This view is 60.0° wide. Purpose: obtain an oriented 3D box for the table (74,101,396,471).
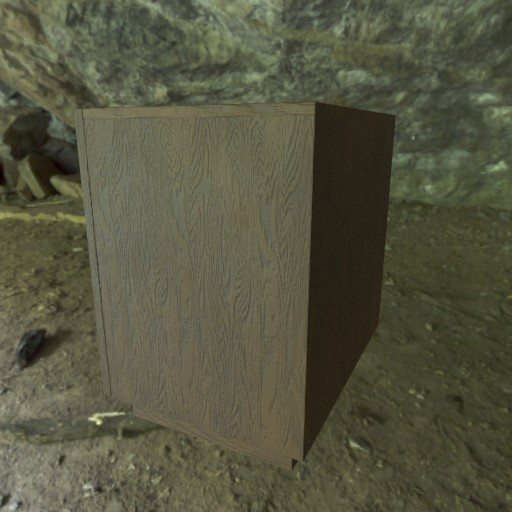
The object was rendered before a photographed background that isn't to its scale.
[{"bbox_3d":[0.000,0.000,0.949,0.439,0.585,0.560,8,18,25],"label":"table"}]
